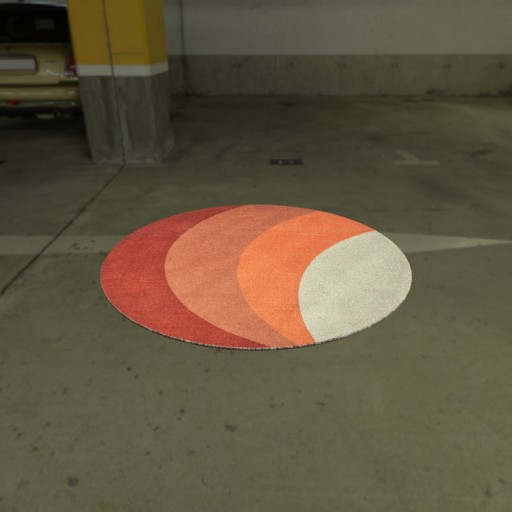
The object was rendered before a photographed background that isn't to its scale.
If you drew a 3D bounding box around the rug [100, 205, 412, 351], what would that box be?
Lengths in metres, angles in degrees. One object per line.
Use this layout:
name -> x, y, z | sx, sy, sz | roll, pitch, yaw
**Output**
rug -> 0.000, 0.000, 2.258 | 1.514, 0.015, 1.514 | 0, 26, 0
